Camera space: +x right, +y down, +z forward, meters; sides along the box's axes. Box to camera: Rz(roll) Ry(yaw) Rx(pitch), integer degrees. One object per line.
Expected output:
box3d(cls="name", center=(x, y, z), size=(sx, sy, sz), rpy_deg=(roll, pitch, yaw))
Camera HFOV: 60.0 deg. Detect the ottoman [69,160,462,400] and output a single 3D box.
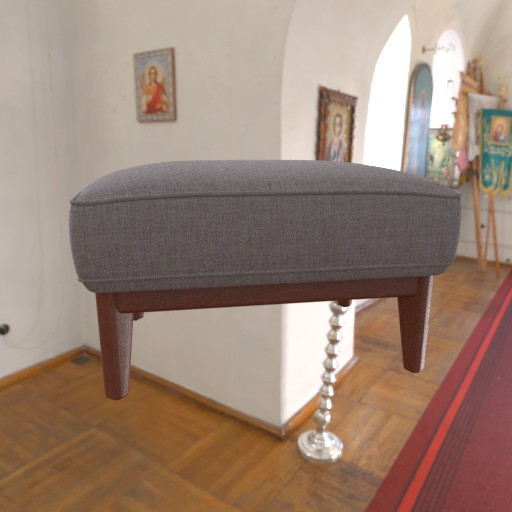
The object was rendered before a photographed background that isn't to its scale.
box3d(cls="ottoman", center=(0.000, 0.000, 1.092), size=(0.750, 0.458, 0.555), rpy_deg=(-2, 14, -10))
